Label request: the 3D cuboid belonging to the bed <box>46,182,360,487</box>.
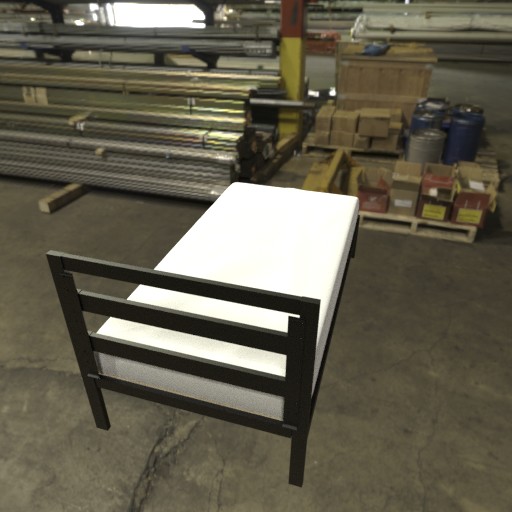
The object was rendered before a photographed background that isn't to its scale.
[{"bbox_3d":[0.000,0.000,2.494,0.991,0.967,1.930,9,33,15],"label":"bed"}]
